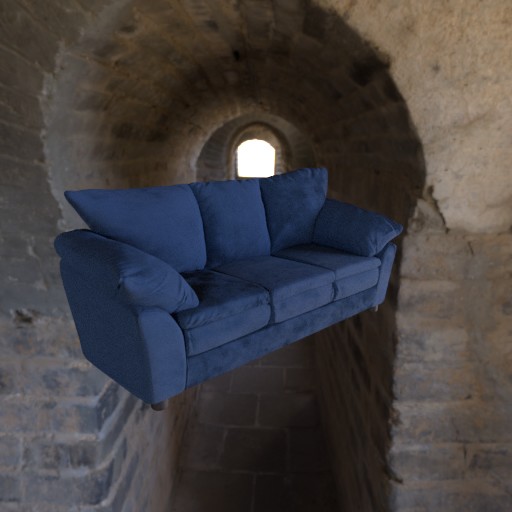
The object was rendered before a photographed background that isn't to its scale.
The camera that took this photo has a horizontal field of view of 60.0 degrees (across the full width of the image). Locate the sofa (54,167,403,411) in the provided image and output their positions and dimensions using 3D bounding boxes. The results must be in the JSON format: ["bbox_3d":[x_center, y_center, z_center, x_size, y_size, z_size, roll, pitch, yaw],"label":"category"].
[{"bbox_3d":[0.000,0.000,2.942,2.390,1.091,0.907,-13,19,-43],"label":"sofa"}]
